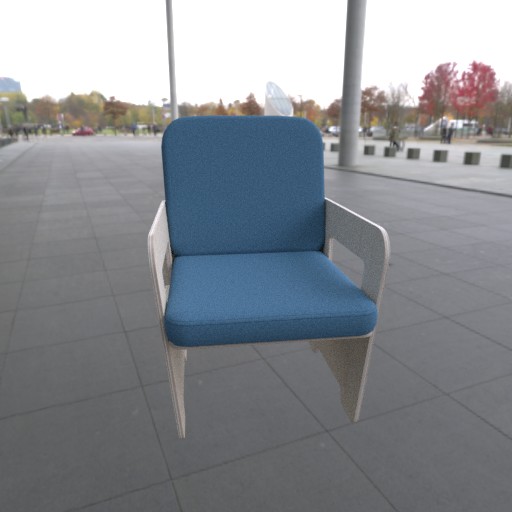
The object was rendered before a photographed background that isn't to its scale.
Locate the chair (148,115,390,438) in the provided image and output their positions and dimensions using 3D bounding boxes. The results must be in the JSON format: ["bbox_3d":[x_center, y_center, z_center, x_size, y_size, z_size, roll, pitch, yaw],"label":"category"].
[{"bbox_3d":[0.000,0.000,1.215,0.547,0.747,0.657,-2,16,-8],"label":"chair"}]
